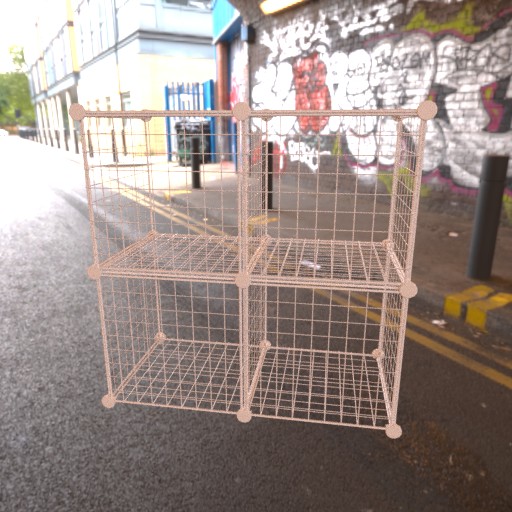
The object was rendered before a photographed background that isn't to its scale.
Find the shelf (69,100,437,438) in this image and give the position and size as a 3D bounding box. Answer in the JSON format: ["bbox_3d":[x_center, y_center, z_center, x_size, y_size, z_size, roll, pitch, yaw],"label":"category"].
[{"bbox_3d":[0.000,0.000,1.107,0.711,0.711,0.356,3,17,9],"label":"shelf"}]
